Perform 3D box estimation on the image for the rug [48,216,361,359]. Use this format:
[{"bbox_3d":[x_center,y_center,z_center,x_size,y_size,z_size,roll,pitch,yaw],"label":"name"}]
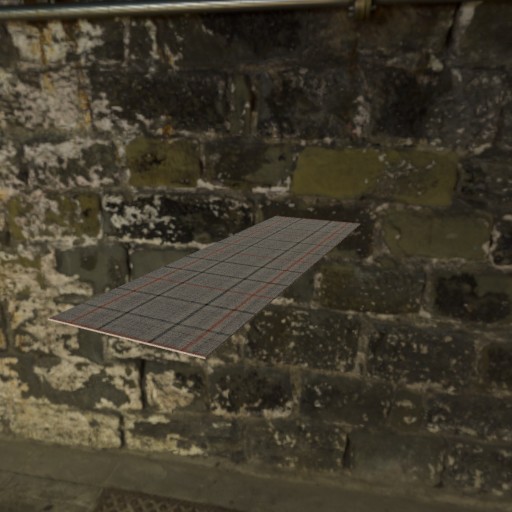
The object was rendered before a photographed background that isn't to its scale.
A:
[{"bbox_3d":[0.000,0.000,2.747,0.762,0.008,2.439,7,18,24],"label":"rug"}]
